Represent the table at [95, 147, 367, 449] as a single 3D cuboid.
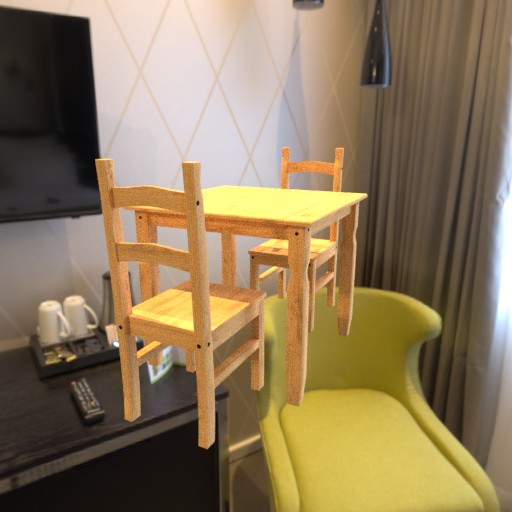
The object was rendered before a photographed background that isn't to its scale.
[{"bbox_3d":[0.000,0.000,2.063,0.813,0.942,1.501,8,17,26],"label":"table"}]
